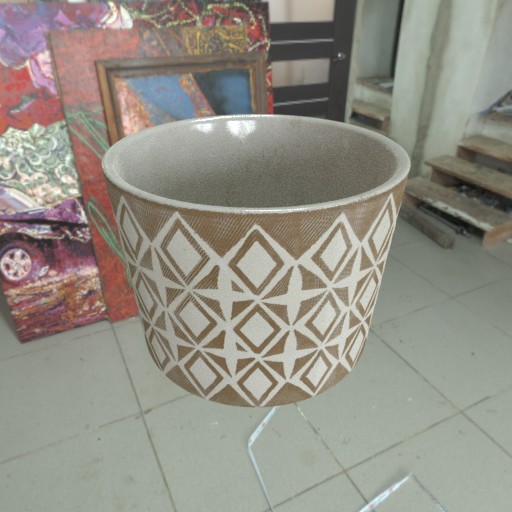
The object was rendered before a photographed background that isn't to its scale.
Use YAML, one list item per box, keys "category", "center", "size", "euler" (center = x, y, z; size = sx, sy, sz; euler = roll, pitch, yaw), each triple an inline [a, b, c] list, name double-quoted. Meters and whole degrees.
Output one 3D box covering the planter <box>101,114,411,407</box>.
- category: "planter"
  center: [0.000, 0.000, 0.445]
  size: [0.260, 0.220, 0.260]
  euler: [0, 31, 0]
